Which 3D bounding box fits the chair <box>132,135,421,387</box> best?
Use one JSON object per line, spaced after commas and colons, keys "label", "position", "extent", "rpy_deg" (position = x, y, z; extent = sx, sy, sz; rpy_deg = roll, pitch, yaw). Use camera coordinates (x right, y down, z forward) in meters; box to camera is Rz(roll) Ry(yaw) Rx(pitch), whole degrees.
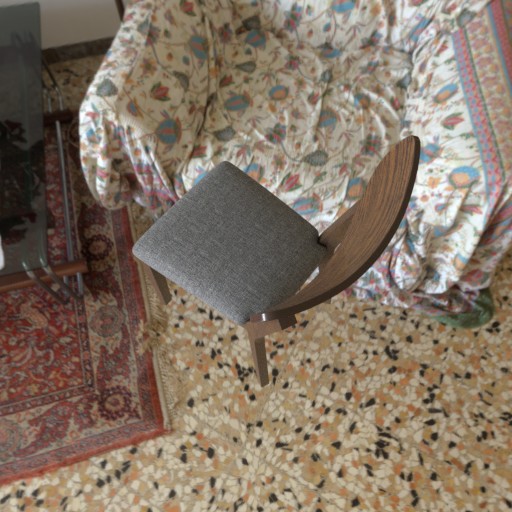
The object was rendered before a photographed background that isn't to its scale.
{"label": "chair", "position": [0.000, 0.000, 1.219], "extent": [0.583, 0.849, 0.491], "rpy_deg": [36, 69, 16]}
